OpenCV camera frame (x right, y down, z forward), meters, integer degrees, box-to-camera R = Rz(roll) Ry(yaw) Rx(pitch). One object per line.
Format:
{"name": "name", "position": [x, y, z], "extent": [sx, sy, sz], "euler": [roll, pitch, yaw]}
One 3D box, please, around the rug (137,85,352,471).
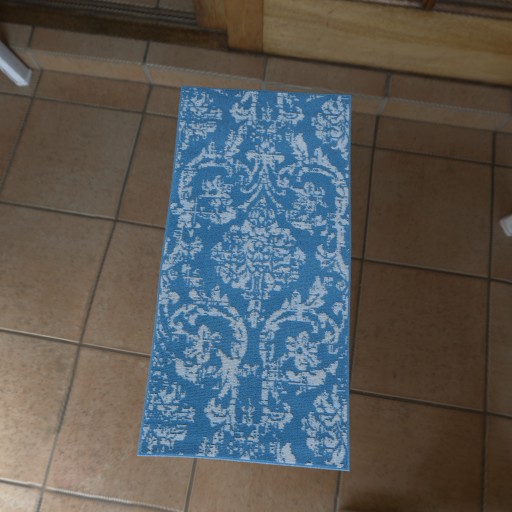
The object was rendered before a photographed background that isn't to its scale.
{"name": "rug", "position": [0.000, 0.000, 1.411], "extent": [0.604, 0.007, 1.219], "euler": [3, 75, 1]}
